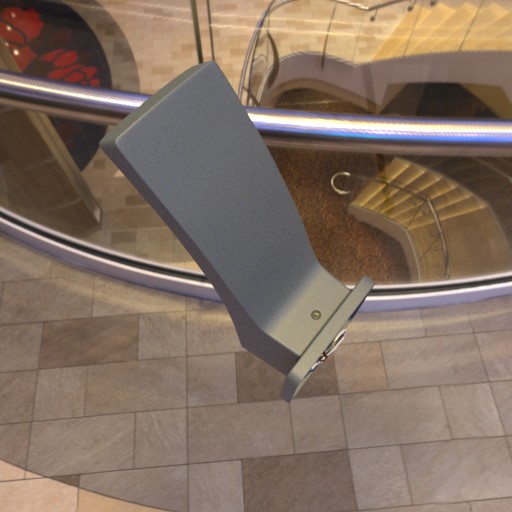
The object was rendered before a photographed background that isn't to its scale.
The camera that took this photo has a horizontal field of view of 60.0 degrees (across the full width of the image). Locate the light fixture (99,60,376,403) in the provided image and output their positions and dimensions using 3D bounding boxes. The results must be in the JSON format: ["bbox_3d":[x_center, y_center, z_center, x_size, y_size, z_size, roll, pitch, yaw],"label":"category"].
[{"bbox_3d":[0.000,0.000,0.340,0.174,0.243,0.108,36,69,16],"label":"light fixture"}]
